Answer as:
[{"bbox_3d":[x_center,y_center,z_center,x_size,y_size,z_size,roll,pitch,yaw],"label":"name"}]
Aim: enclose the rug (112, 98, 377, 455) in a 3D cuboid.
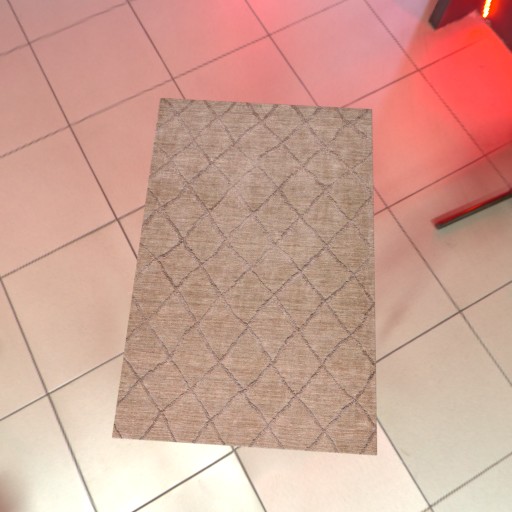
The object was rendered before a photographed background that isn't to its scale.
[{"bbox_3d":[0.000,0.000,2.858,1.521,0.015,2.280,3,74,1],"label":"rug"}]
